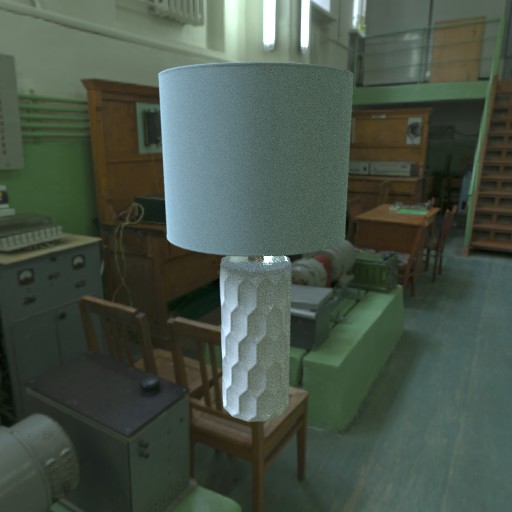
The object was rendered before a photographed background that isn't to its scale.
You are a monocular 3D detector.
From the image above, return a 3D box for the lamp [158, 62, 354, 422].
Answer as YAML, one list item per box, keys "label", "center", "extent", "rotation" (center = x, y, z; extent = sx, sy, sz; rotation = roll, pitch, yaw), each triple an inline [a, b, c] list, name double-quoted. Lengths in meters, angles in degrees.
- label: "lamp"
  center: [0.000, 0.000, 0.710]
  extent: [0.277, 0.534, 0.277]
  rotation: [8, 17, 27]
